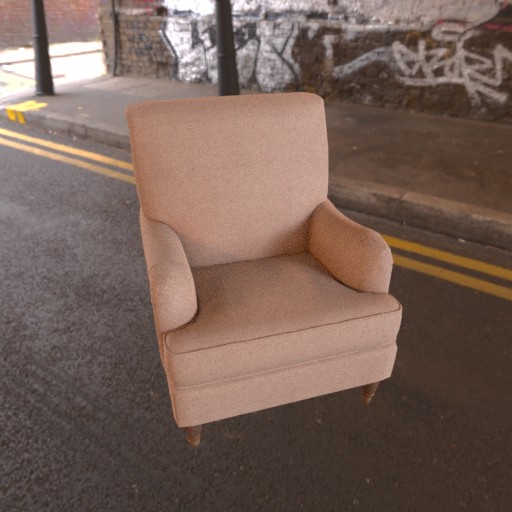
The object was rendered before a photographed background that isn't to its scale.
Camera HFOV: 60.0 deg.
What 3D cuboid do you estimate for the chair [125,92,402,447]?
[{"bbox_3d":[0.000,0.000,1.814,0.879,1.119,0.953,-9,31,-14],"label":"chair"}]
